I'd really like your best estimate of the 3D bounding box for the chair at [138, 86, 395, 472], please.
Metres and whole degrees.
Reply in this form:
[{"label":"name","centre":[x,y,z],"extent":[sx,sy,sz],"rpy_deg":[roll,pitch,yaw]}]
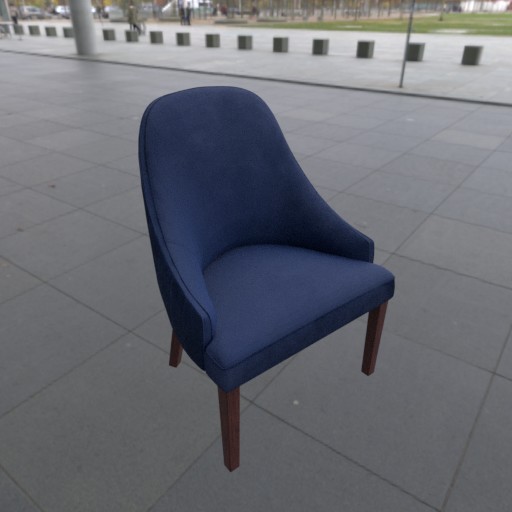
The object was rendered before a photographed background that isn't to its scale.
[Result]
[{"label":"chair","centre":[0.000,0.000,1.320],"extent":[0.643,0.889,0.575],"rpy_deg":[-21,36,-33]}]
